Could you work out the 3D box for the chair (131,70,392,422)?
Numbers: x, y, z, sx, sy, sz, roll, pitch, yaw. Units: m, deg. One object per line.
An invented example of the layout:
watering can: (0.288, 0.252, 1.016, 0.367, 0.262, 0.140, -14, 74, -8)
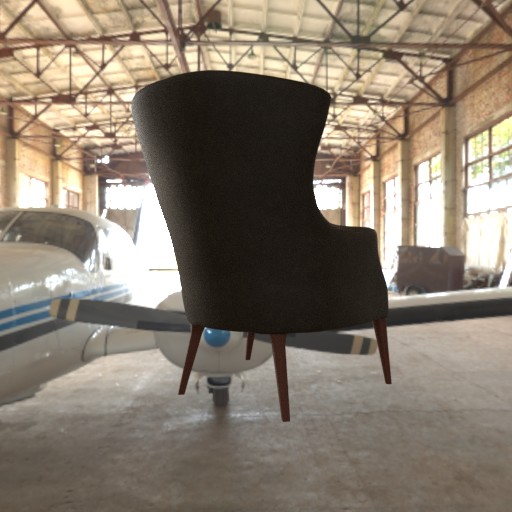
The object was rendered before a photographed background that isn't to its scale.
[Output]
chair: (0.000, 0.000, 1.710, 0.819, 1.068, 0.954, 0, 0, 36)
